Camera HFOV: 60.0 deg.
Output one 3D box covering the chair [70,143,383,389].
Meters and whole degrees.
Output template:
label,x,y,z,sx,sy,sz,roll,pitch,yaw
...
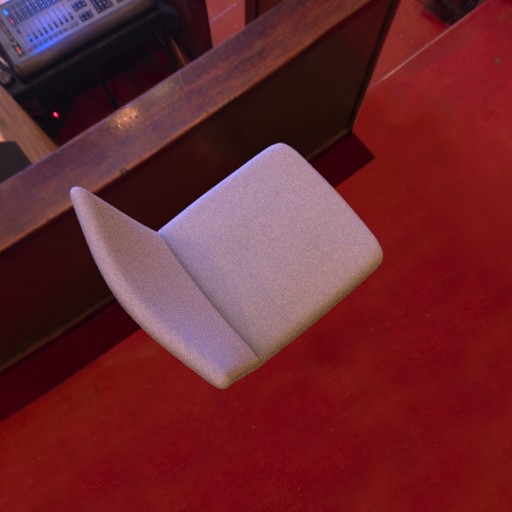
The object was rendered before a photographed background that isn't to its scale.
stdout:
label,x,y,z,sx,sy,sz,roll,pitch,yaw
chair,0.000,0.000,1.157,0.570,0.859,0.456,-38,79,-9
